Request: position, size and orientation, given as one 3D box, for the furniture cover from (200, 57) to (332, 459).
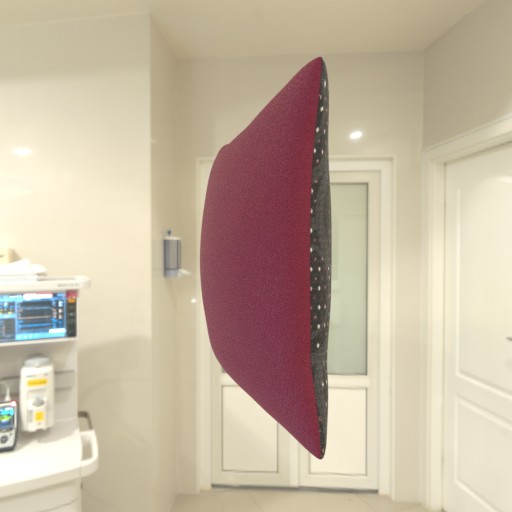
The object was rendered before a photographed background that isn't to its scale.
[{"bbox_3d":[0.000,0.000,0.813,0.193,0.509,0.552,0,1,-17],"label":"furniture cover"}]
